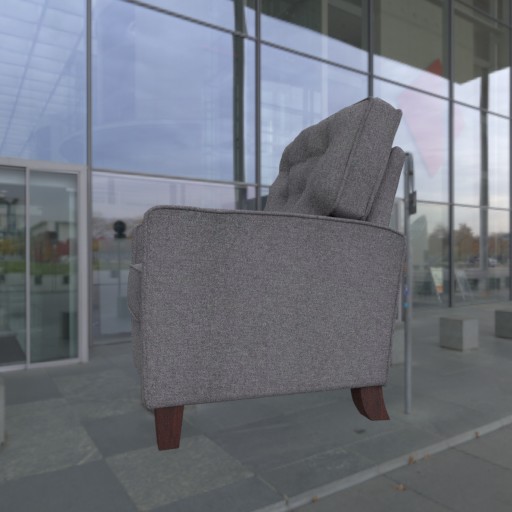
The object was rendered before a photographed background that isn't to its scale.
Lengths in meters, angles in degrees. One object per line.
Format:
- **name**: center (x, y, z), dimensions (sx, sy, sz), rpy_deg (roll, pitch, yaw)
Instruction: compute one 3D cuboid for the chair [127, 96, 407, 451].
- **chair**: center (0.000, 0.000, 1.389), dimensions (0.775, 0.889, 0.650), rpy_deg (0, 0, -18)
